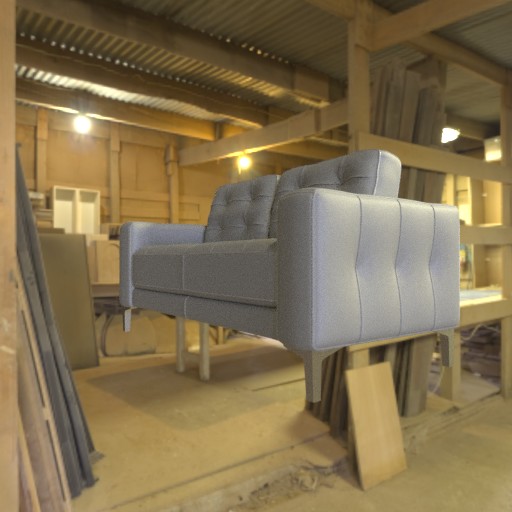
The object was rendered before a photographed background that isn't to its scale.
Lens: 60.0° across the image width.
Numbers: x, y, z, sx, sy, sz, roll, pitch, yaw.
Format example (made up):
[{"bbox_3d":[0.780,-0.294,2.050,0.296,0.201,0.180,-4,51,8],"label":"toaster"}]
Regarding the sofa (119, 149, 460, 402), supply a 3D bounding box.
[{"bbox_3d":[0.000,0.000,2.223,0.833,0.893,1.726,0,-1,-36],"label":"sofa"}]
